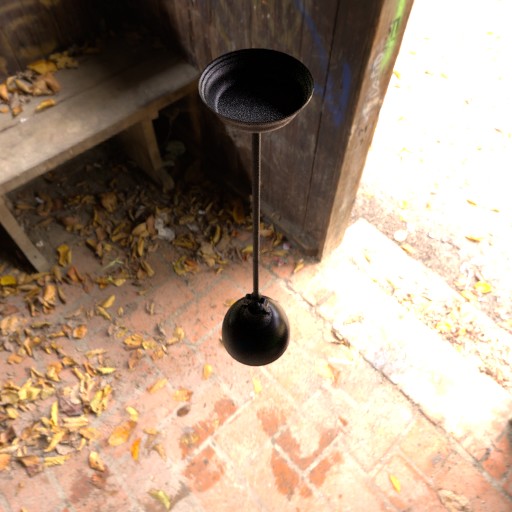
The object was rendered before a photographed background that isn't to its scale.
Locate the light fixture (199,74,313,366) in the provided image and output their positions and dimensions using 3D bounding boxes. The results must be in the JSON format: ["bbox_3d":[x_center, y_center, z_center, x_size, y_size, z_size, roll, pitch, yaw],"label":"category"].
[{"bbox_3d":[0.000,0.000,0.847,0.182,0.768,0.182,16,59,10],"label":"light fixture"}]
